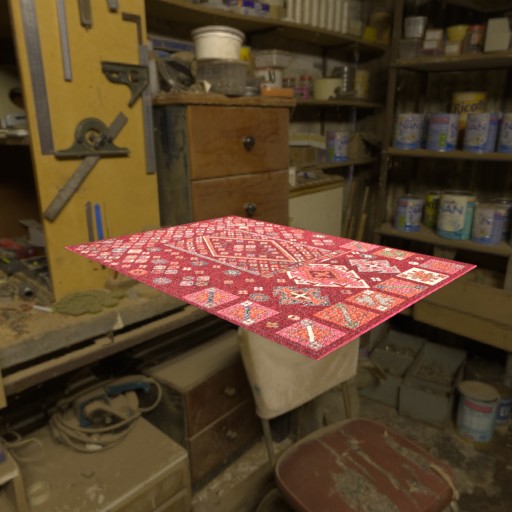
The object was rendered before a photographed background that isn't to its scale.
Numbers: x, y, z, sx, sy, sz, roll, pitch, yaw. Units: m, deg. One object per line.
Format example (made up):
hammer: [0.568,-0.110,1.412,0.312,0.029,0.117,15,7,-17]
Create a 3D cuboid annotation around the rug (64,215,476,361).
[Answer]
rug: [0.000,0.000,2.872,2.184,0.007,1.579,16,23,43]
